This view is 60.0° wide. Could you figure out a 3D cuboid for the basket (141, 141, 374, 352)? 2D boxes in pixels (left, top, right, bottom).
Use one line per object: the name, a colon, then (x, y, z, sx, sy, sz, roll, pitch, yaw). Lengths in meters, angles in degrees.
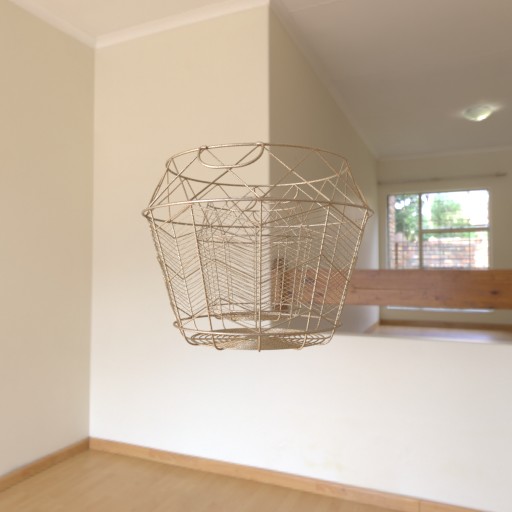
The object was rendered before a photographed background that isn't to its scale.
basket: (0.000, 0.000, 1.062, 0.451, 0.343, 0.805, 0, -2, -1)
